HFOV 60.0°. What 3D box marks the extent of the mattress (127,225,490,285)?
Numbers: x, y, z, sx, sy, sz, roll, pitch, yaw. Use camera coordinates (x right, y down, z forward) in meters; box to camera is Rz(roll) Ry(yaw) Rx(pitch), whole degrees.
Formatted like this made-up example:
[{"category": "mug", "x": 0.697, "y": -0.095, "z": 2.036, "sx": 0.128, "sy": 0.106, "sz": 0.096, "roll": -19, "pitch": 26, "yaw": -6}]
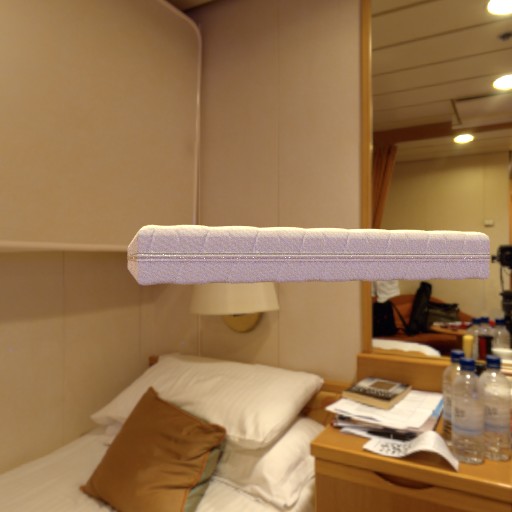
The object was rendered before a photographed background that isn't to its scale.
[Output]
[{"category": "mattress", "x": 0.000, "y": 0.000, "z": 2.556, "sx": 1.400, "sy": 0.200, "sz": 2.000, "roll": 0, "pitch": 0, "yaw": -17}]
